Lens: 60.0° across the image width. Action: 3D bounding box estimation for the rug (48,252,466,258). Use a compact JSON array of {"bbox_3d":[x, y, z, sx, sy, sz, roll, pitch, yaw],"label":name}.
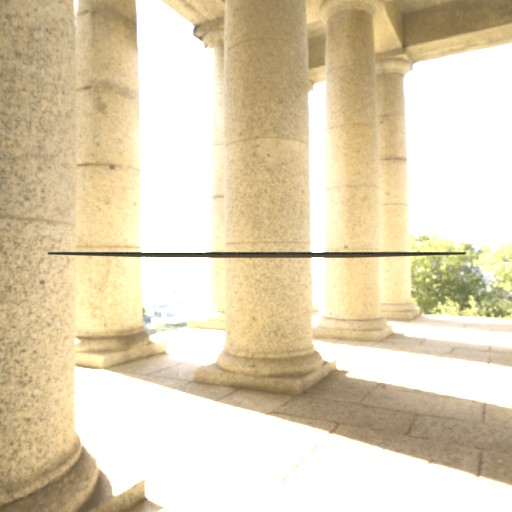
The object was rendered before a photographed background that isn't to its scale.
[{"bbox_3d":[0.000,0.000,4.098,2.441,0.016,3.050,0,-1,0],"label":"rug"}]
